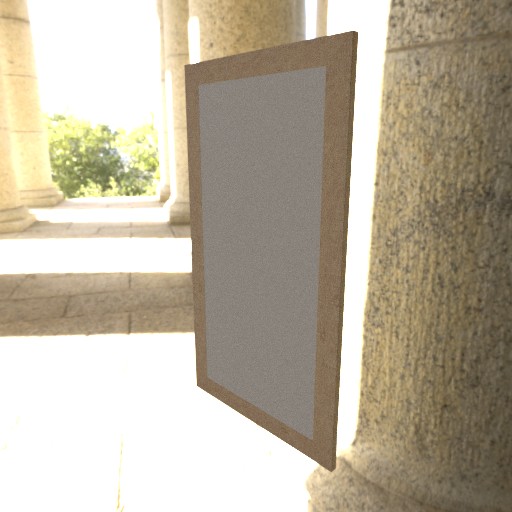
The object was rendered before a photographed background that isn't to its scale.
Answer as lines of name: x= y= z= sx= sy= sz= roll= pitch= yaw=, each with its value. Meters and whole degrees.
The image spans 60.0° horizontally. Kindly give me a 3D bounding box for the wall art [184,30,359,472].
wall art: x=0.000 y=0.000 z=0.802 sx=0.013 sy=0.683 sz=0.381 roll=-13 pitch=20 yaw=-42
